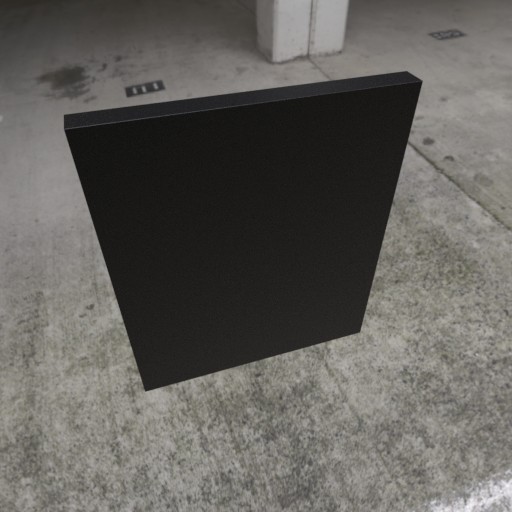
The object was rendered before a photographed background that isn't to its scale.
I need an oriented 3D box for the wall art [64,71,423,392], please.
[{"bbox_3d":[0.000,0.000,0.521,0.325,0.380,0.028,-12,43,-13],"label":"wall art"}]
